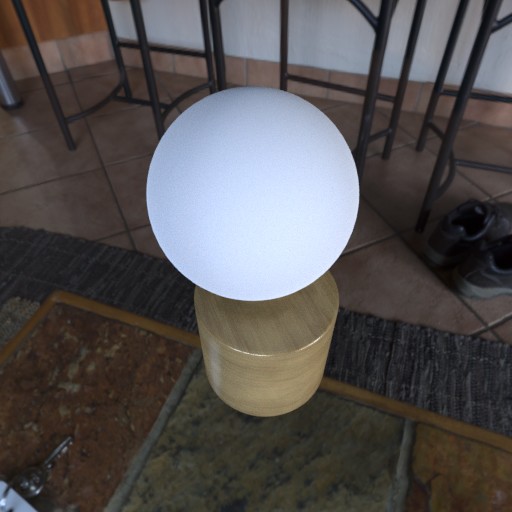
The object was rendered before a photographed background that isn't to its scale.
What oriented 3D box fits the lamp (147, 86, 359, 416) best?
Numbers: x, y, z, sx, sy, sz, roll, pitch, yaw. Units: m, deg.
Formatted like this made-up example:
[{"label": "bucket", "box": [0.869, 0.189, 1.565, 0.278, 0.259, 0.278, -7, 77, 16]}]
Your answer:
[{"label": "lamp", "box": [0.000, 0.000, 0.340, 0.141, 0.250, 0.152, -17, 50, -15]}]
